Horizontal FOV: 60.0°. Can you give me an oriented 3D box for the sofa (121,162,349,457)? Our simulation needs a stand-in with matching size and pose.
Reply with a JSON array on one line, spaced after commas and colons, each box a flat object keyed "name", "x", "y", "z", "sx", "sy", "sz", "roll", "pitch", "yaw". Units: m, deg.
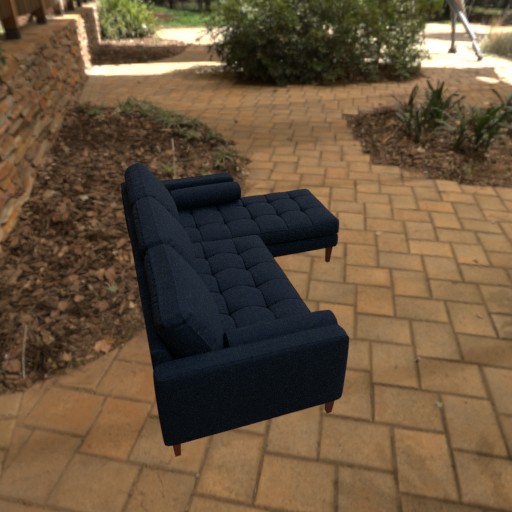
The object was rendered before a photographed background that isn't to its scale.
[{"name": "sofa", "x": 0.000, "y": 0.000, "z": 3.022, "sx": 1.613, "sy": 0.841, "sz": 2.185, "roll": -10, "pitch": 34, "yaw": -15}]
